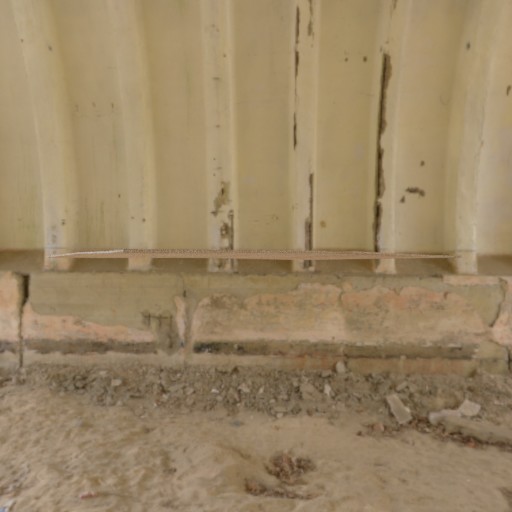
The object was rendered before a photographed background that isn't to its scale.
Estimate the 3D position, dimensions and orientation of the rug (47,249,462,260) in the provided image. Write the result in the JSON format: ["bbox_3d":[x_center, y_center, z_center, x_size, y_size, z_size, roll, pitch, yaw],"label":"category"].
[{"bbox_3d":[0.000,0.000,3.003,2.346,0.029,1.574,1,-1,-34],"label":"rug"}]
